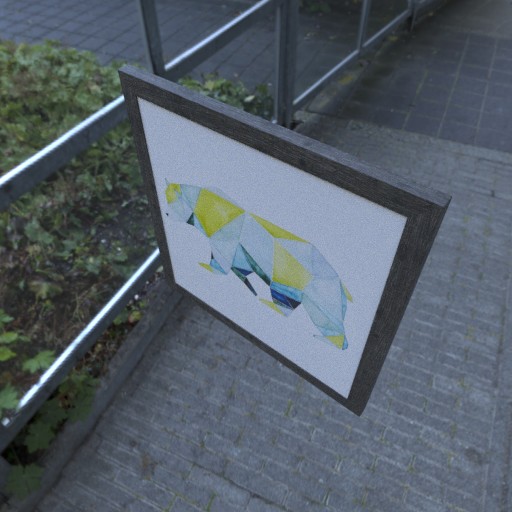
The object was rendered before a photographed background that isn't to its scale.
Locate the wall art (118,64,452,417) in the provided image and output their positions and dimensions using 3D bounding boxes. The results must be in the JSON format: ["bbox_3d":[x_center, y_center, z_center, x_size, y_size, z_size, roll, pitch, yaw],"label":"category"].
[{"bbox_3d":[0.000,0.000,0.679,0.462,0.459,0.027,30,54,25],"label":"wall art"}]
